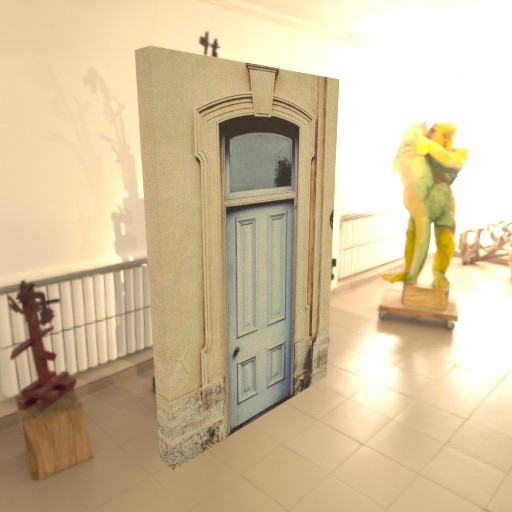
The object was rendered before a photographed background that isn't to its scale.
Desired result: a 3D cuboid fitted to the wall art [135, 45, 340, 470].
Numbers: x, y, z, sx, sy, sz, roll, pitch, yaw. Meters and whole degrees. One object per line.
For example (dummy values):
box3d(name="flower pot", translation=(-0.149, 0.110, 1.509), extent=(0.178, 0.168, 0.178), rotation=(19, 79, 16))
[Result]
box3d(name="wall art", translation=(0.000, 0.000, 0.764), extent=(0.036, 0.607, 0.403), rotation=(14, 20, 43))
